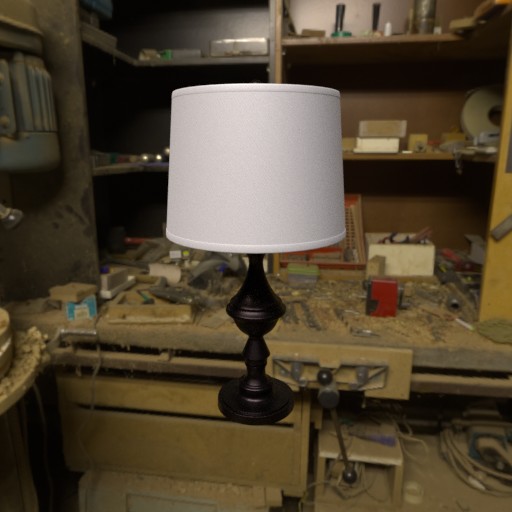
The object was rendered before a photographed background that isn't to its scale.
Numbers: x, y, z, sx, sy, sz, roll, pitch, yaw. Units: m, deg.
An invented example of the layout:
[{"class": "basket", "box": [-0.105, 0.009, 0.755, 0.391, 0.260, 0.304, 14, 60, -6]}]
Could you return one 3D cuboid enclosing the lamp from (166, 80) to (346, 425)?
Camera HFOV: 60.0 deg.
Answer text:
[{"class": "lamp", "box": [0.000, 0.000, 0.976, 0.383, 0.726, 0.383, 0, 14, 0]}]
